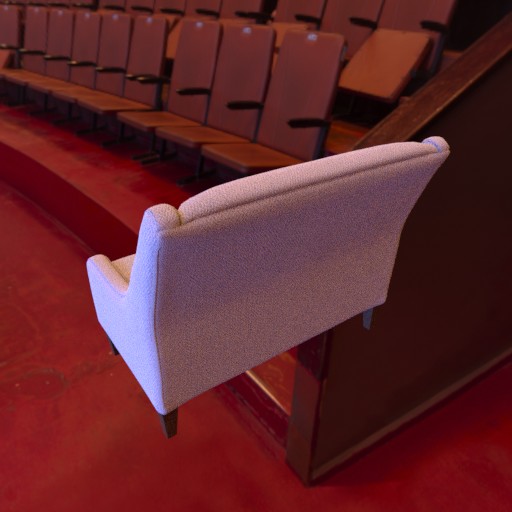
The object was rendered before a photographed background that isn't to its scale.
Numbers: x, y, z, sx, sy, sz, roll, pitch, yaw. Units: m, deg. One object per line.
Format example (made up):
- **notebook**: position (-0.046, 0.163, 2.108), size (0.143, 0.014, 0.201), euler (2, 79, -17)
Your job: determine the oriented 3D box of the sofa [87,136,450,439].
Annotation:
- **sofa**: position (0.000, 0.000, 1.916), size (1.242, 1.022, 0.870), euler (-19, 35, -30)
